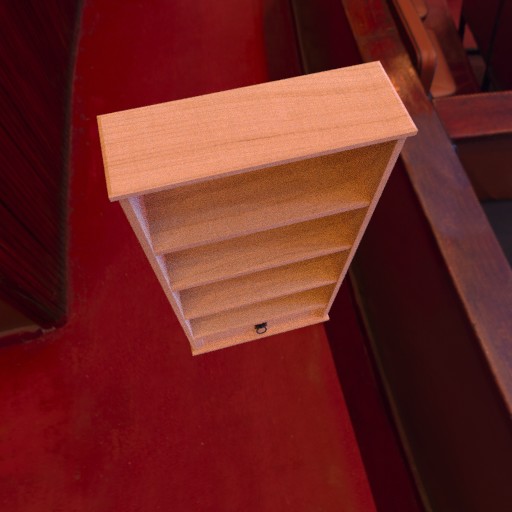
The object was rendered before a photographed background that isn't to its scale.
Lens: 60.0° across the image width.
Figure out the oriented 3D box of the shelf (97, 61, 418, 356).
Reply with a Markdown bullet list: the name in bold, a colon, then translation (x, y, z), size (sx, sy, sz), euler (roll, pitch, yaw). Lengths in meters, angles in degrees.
- **shelf**: translation (0.000, 0.000, 1.214), size (0.520, 1.030, 0.175), euler (-14, 65, -7)
